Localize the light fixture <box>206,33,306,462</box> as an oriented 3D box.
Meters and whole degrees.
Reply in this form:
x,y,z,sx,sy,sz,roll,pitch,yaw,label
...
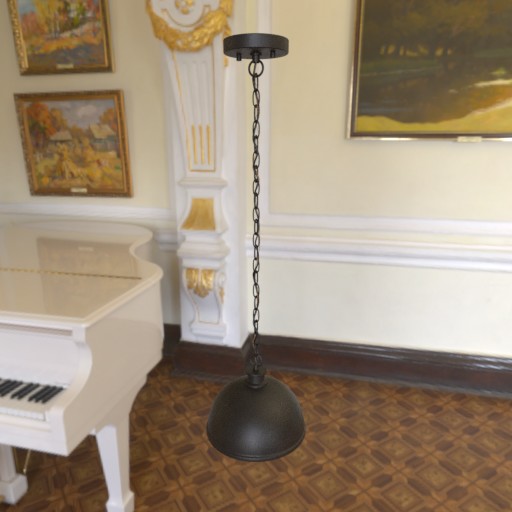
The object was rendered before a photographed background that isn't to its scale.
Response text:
x,y,z,sx,sy,sz,roll,pitch,yaw,label
0.000,0.000,1.223,0.304,1.090,0.304,7,16,25,light fixture
